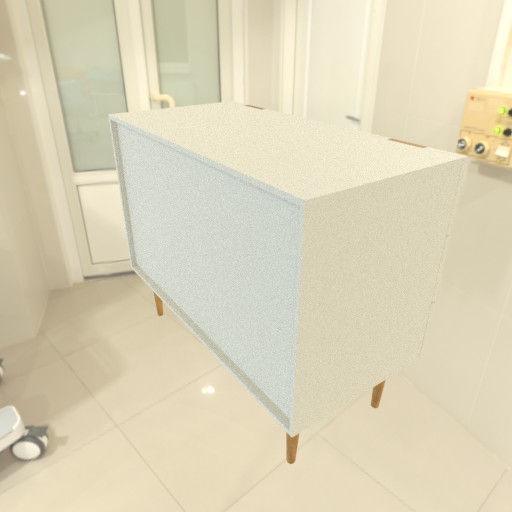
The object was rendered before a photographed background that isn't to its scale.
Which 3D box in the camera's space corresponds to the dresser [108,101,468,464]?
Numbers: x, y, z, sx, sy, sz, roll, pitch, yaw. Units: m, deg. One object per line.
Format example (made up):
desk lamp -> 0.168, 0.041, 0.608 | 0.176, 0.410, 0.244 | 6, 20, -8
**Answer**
dresser -> 0.000, 0.000, 1.302 | 0.457, 0.721, 0.905 | -18, 33, -31
